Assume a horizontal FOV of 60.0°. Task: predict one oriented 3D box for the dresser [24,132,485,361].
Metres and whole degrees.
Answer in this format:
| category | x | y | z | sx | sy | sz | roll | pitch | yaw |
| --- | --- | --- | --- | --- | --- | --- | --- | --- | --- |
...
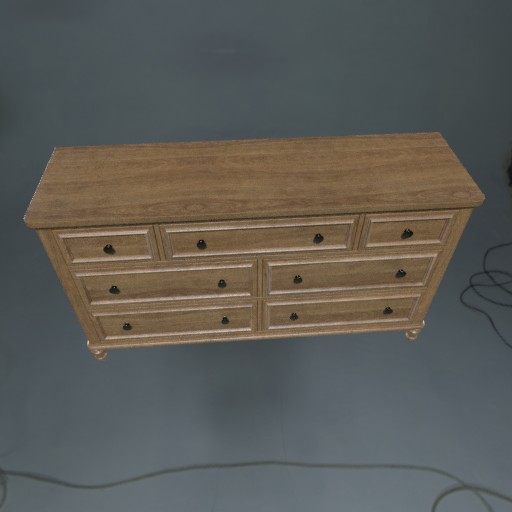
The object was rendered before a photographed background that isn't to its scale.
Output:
| category | x | y | z | sx | sy | sz | roll | pitch | yaw |
| --- | --- | --- | --- | --- | --- | --- | --- | --- | --- |
| dresser | 0.000 | 0.000 | 1.977 | 1.583 | 0.892 | 0.468 | -3 | 45 | -3 |
